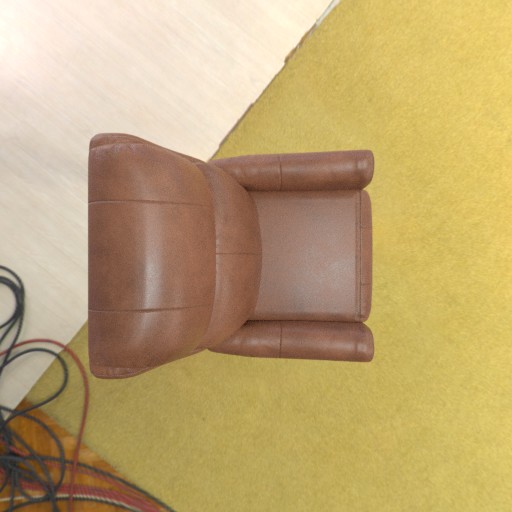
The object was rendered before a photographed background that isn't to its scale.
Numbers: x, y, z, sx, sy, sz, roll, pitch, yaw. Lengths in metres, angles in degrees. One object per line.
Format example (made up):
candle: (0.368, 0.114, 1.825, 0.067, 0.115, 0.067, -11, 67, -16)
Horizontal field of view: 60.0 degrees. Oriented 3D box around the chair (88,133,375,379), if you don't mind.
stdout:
chair: (0.000, 0.000, 1.778, 1.014, 1.054, 0.838, 0, 90, 0)
